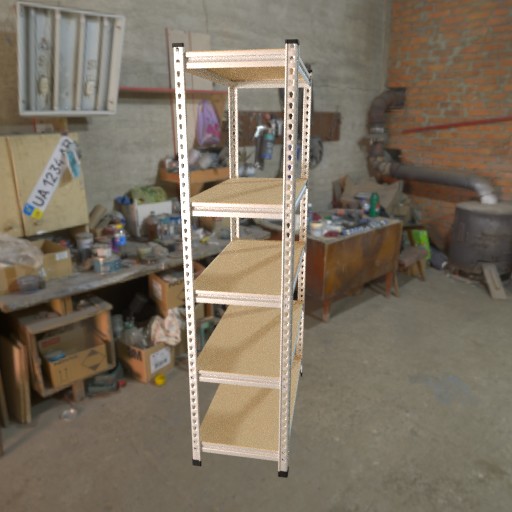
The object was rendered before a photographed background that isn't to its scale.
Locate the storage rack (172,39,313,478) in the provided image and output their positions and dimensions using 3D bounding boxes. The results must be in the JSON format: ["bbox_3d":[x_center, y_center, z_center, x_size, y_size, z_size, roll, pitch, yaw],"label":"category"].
[{"bbox_3d":[0.000,0.000,2.239,0.457,1.829,0.914,3,17,10],"label":"storage rack"}]
